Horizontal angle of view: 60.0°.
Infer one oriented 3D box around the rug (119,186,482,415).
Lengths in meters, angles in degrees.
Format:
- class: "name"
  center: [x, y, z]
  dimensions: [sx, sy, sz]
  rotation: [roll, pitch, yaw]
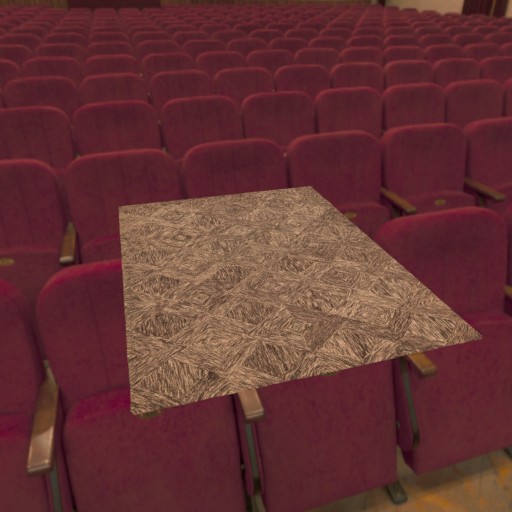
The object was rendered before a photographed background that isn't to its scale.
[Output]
- class: "rug"
  center: [0.000, 0.000, 4.192]
  dimensions: [2.448, 0.017, 3.204]
  rotation: [-8, 30, -14]
